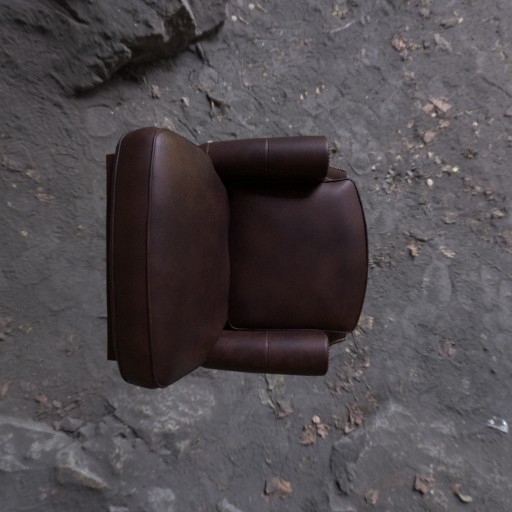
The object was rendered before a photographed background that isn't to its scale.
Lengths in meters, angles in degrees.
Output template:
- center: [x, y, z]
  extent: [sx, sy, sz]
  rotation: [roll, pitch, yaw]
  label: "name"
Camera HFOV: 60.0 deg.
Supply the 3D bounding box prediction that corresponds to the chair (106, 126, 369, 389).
- center: [0.000, 0.000, 1.792]
  extent: [0.986, 1.018, 0.936]
  rotation: [0, 91, 0]
  label: "chair"
